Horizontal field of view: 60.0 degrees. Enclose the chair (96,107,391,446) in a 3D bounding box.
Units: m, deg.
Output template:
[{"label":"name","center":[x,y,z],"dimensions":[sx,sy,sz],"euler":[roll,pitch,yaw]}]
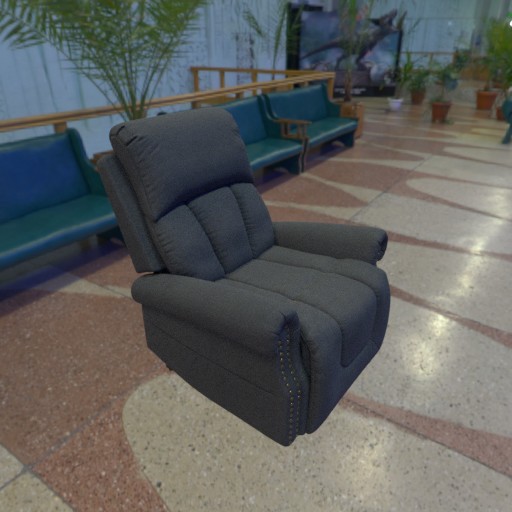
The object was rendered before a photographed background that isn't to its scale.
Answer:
[{"label":"chair","center":[0.000,0.000,1.776],"dimensions":[0.979,1.031,0.871],"euler":[18,32,32]}]
